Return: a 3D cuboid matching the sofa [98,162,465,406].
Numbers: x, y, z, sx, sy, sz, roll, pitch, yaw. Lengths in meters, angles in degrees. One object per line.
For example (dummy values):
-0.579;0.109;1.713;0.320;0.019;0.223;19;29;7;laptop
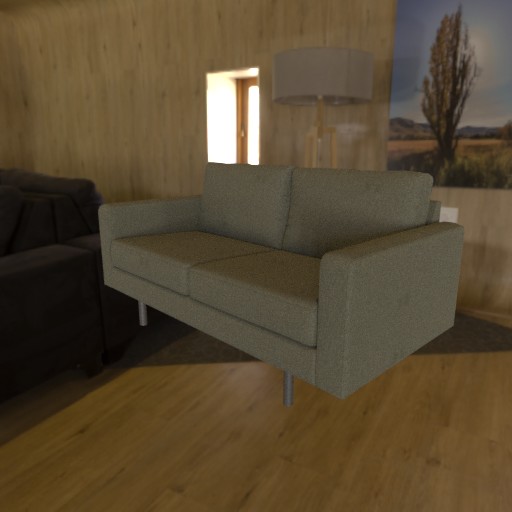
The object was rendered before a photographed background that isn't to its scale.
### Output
0.000;0.000;2.287;0.889;0.897;1.730;-13;19;-42;sofa
